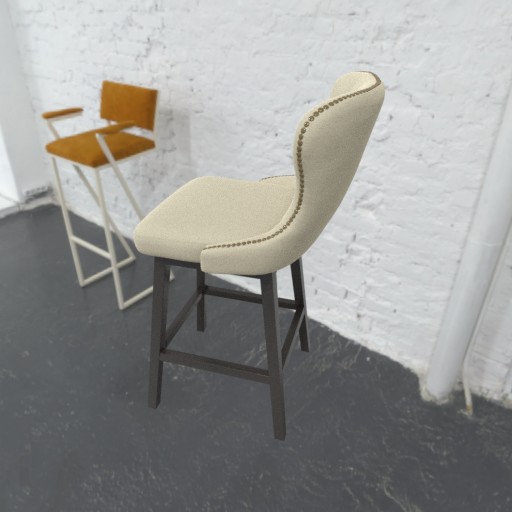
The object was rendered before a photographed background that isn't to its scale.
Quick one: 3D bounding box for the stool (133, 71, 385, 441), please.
[{"bbox_3d":[0.000,0.000,1.277,0.593,0.971,0.528,8,31,14],"label":"stool"}]
